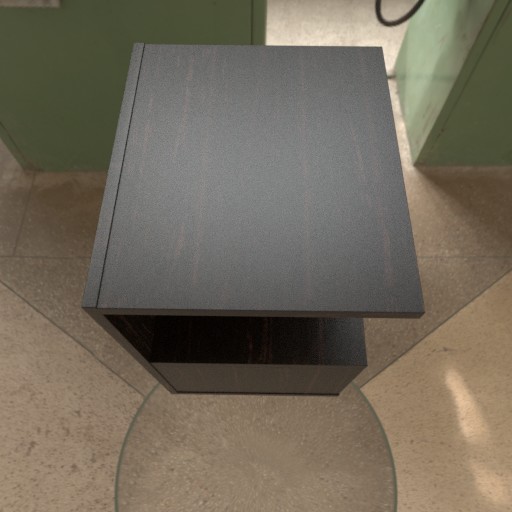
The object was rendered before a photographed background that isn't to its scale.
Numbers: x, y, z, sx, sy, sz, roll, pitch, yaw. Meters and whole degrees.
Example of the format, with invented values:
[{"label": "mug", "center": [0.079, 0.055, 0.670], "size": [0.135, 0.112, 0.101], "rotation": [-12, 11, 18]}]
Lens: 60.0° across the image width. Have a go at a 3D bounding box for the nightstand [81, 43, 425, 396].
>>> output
[{"label": "nightstand", "center": [0.000, 0.000, 0.795], "size": [0.356, 0.559, 0.400], "rotation": [1, 64, 0]}]
